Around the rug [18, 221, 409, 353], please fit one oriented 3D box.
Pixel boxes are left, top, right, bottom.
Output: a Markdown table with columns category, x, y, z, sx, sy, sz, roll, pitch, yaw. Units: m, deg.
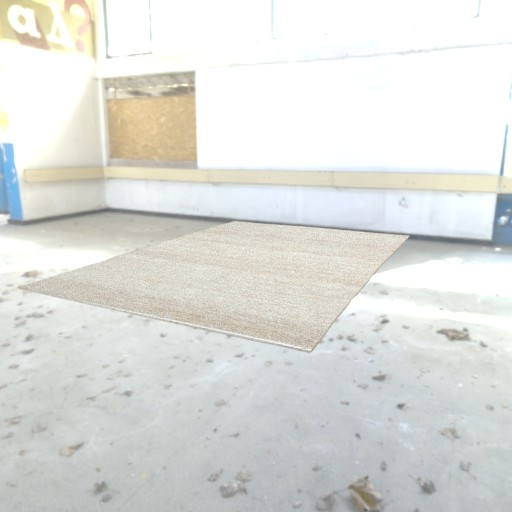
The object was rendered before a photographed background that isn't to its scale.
| category | x | y | z | sx | sy | sz | roll | pitch | yaw |
| --- | --- | --- | --- | --- | --- | --- | --- | --- | --- |
| rug | 0.000 | 0.000 | 2.903 | 1.596 | 0.030 | 2.283 | 7 | 16 | 26 |
